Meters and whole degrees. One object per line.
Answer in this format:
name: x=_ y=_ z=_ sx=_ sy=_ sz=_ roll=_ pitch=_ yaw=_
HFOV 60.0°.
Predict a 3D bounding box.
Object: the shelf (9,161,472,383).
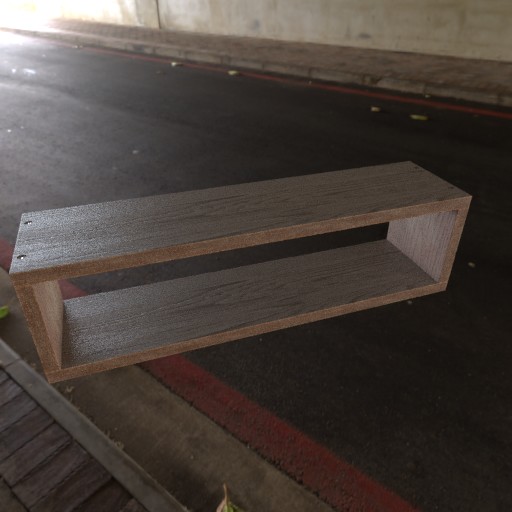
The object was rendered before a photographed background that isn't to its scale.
shelf: x=0.000 y=0.000 z=0.663 sx=0.610 sy=0.170 sz=0.150 roll=-10 pitch=34 yaw=-16
